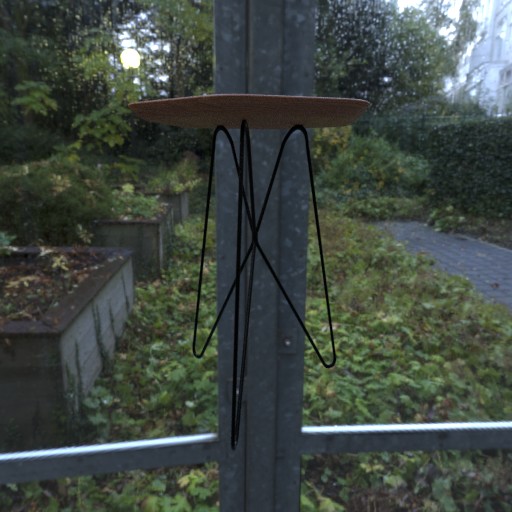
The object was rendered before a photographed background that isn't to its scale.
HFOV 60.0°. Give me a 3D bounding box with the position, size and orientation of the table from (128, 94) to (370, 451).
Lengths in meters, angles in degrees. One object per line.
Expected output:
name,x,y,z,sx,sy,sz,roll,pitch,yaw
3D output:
table,0.000,0.000,0.896,0.400,0.562,0.500,2,14,9
